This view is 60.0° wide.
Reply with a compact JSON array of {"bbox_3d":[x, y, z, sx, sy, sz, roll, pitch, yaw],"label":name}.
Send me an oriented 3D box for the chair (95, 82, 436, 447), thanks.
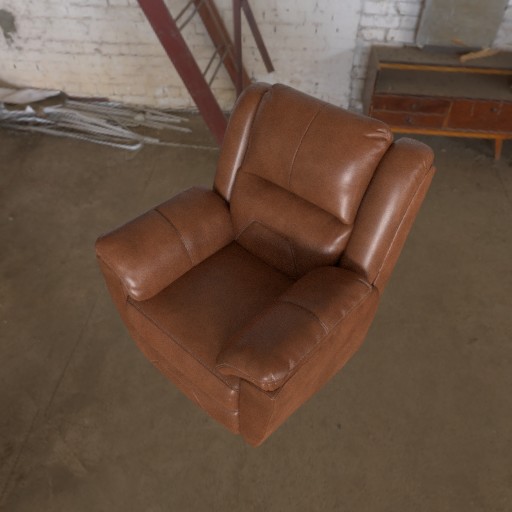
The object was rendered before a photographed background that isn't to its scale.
[{"bbox_3d":[0.000,0.000,1.892,0.990,1.093,1.041,32,54,28],"label":"chair"}]
